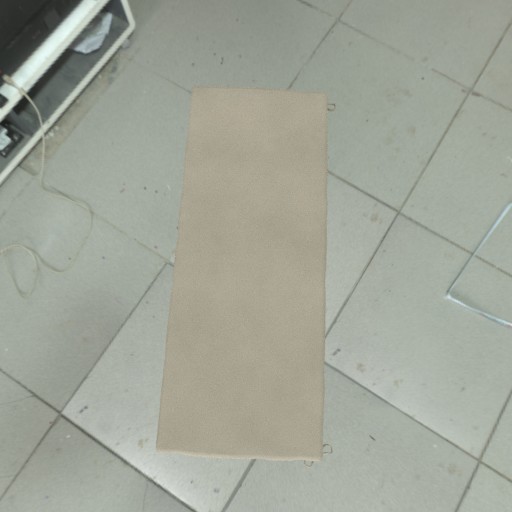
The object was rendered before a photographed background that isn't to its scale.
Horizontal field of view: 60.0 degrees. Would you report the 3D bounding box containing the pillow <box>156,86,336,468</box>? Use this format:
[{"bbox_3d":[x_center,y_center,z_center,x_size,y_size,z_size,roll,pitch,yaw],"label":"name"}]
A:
[{"bbox_3d":[0.000,0.000,1.362,0.492,0.081,1.187,3,75,1],"label":"pillow"}]
